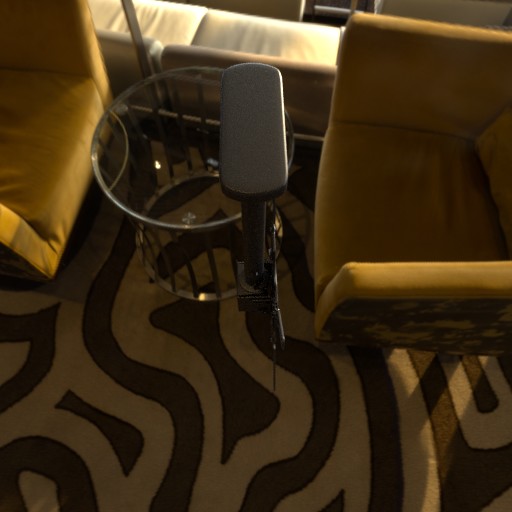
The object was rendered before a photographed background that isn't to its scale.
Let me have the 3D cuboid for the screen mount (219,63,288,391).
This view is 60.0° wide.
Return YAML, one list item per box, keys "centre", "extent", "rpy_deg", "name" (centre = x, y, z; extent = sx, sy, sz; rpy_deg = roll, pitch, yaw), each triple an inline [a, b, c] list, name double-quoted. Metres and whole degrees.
- centre: [0.000, 0.000, 0.869]
  extent: [0.090, 0.729, 0.393]
  rpy_deg: [-1, 63, -1]
  name: "screen mount"
